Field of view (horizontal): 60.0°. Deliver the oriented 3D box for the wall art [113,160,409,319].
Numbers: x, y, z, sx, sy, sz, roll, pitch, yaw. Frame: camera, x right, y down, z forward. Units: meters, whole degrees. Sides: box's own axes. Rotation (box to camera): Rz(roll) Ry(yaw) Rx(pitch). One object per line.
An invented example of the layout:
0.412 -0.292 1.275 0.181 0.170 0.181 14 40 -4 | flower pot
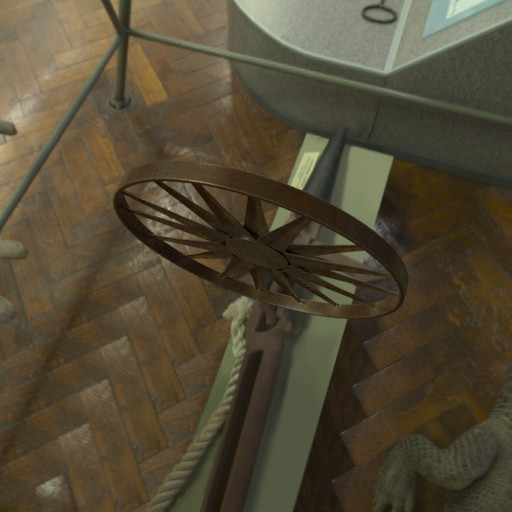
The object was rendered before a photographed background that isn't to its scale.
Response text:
0.000 0.000 0.884 0.582 0.583 0.084 17 66 8 | wall art
